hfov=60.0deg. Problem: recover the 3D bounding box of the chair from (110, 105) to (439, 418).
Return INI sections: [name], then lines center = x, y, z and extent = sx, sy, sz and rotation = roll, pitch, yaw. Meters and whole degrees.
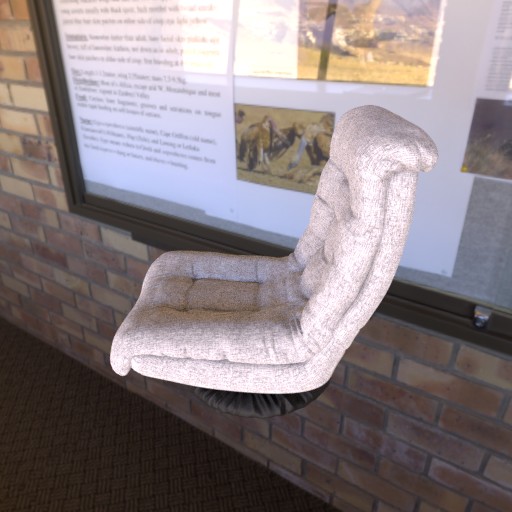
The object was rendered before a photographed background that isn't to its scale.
[chair]
center = 0.000, 0.000, 0.957
extent = 0.583, 0.600, 0.400
rotation = 1, 27, 1
